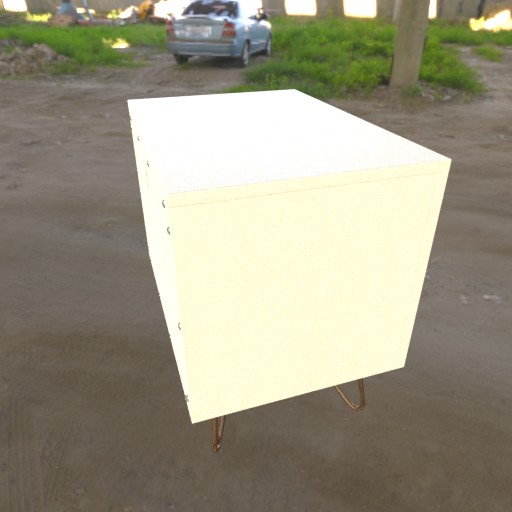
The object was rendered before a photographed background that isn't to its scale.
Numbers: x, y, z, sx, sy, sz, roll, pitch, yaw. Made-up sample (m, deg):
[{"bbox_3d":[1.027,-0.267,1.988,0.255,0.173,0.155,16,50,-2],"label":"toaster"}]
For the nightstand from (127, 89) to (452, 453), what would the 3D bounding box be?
[{"bbox_3d":[0.000,0.000,1.020,0.447,0.604,0.614,-10,32,-16],"label":"nightstand"}]
